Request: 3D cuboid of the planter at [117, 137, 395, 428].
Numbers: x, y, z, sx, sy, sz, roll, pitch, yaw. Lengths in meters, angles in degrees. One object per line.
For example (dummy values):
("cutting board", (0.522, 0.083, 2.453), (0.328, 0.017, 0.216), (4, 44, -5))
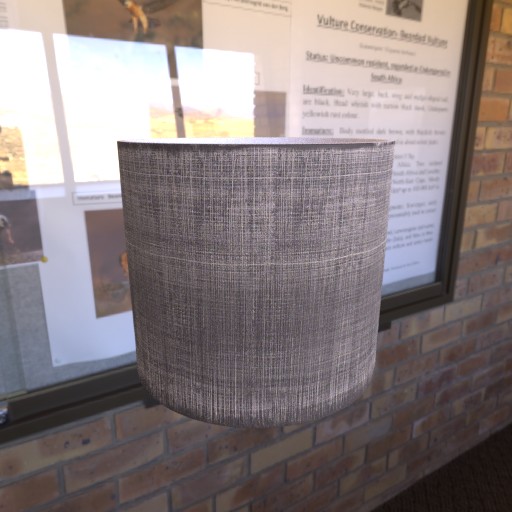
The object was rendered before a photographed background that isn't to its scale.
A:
("planter", (0.000, 0.000, 0.395), (0.221, 0.201, 0.221), (0, 16, 0))
